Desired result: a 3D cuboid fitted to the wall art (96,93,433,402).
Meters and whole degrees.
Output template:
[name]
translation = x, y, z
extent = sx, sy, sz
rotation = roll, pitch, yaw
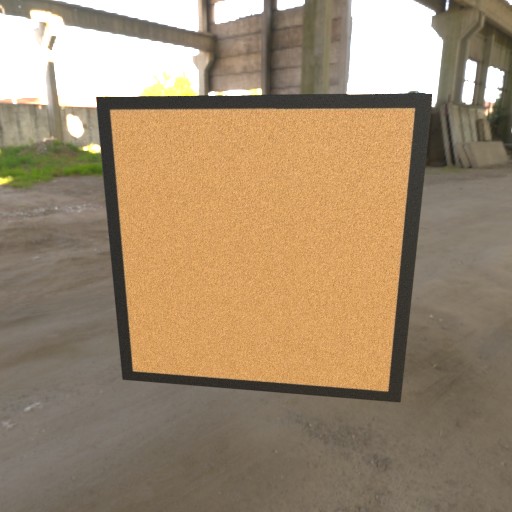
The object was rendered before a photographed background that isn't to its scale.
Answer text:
[wall art]
translation = 0.000, 0.000, 0.960
extent = 0.663, 0.659, 0.016
rotation = 2, 16, 8
